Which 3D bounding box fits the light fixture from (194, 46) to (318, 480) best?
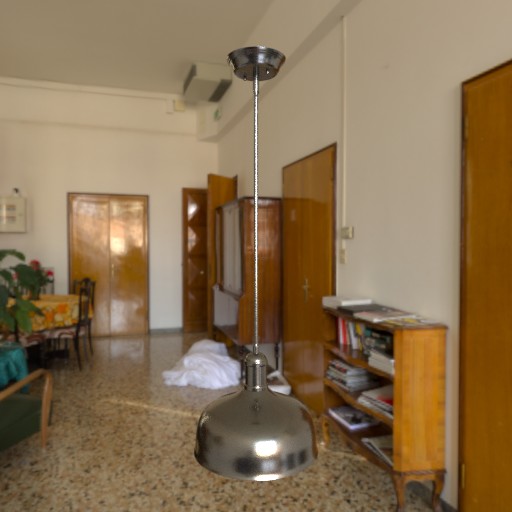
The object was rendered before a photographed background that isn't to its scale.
[{"bbox_3d":[0.000,0.000,1.067,0.299,0.935,0.299,1,2,37],"label":"light fixture"}]
